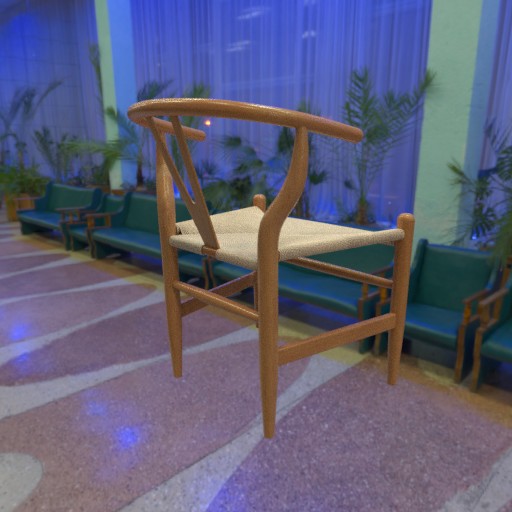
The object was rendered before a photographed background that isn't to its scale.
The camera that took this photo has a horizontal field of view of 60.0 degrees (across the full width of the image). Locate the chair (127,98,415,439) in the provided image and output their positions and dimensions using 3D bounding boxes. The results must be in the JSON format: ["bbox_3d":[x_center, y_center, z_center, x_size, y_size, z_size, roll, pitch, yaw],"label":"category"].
[{"bbox_3d":[0.000,0.000,1.137,0.579,0.730,0.569,-14,20,-42],"label":"chair"}]
